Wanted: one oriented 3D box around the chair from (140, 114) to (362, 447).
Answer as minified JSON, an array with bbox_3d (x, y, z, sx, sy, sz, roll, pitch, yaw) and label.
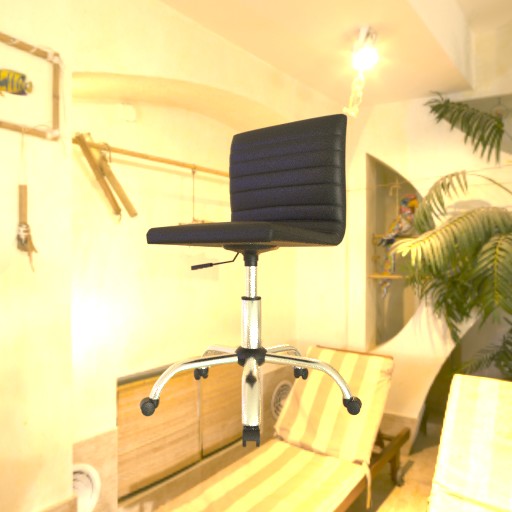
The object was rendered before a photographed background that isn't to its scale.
[{"bbox_3d":[0.000,0.000,1.198,0.556,0.780,0.530,0,0,36],"label":"chair"}]
